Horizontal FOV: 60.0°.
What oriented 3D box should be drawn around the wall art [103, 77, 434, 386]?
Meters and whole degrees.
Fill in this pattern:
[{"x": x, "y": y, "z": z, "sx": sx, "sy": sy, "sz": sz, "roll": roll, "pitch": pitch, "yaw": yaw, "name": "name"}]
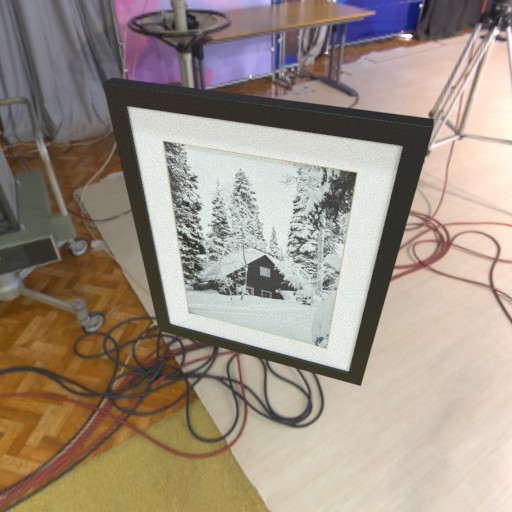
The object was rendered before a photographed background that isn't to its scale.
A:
[{"x": 0.000, "y": 0.000, "z": 0.553, "sx": 0.325, "sy": 0.397, "sz": 0.018, "roll": 12, "pitch": 43, "yaw": 14, "name": "wall art"}]
